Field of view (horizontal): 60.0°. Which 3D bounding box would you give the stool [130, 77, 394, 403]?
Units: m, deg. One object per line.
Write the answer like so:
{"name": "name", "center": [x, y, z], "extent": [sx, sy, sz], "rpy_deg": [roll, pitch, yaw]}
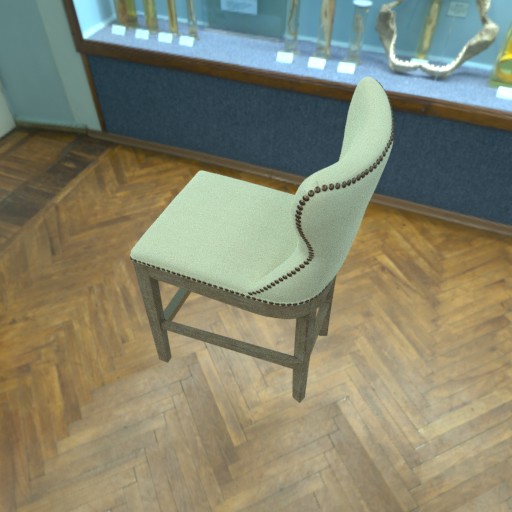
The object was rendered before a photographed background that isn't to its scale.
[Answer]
{"name": "stool", "center": [0.000, 0.000, 1.327], "extent": [0.608, 0.981, 0.498], "rpy_deg": [17, 49, 15]}
